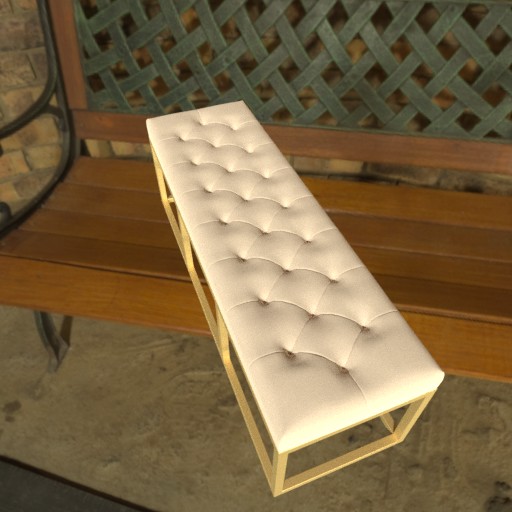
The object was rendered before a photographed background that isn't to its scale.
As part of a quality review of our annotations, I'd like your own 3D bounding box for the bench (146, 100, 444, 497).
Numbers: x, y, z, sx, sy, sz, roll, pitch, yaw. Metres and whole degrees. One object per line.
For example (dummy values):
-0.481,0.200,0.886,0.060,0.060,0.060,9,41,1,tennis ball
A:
0.000,0.000,1.677,0.457,0.484,1.473,-16,50,-14,bench
